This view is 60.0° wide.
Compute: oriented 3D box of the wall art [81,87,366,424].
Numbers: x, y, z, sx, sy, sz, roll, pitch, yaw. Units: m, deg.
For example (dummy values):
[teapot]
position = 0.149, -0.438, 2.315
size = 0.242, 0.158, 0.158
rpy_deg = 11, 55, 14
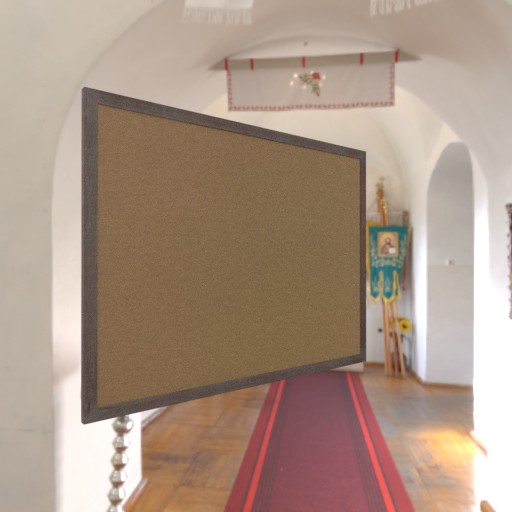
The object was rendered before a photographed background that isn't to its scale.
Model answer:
[wall art]
position = 0.000, 0.000, 1.333
size = 1.012, 0.774, 0.019
rpy_deg = 0, 0, -38
